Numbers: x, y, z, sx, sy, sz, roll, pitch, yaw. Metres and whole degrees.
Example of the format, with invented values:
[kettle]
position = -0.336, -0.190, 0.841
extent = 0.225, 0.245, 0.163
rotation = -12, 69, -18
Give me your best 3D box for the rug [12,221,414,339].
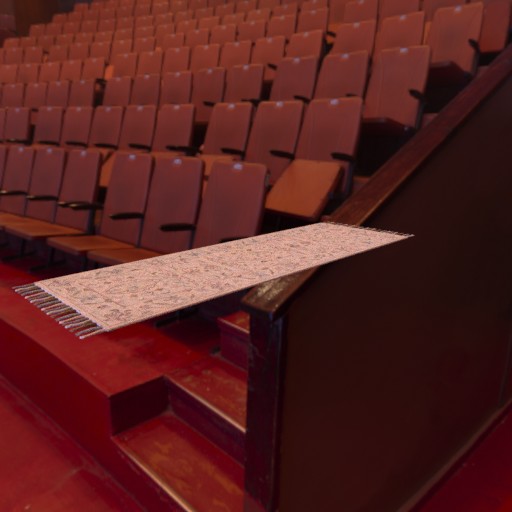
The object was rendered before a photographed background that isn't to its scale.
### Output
[rug]
position = 0.000, 0.000, 2.624
extent = 2.440, 0.013, 0.769
rotation = -14, 20, -43
